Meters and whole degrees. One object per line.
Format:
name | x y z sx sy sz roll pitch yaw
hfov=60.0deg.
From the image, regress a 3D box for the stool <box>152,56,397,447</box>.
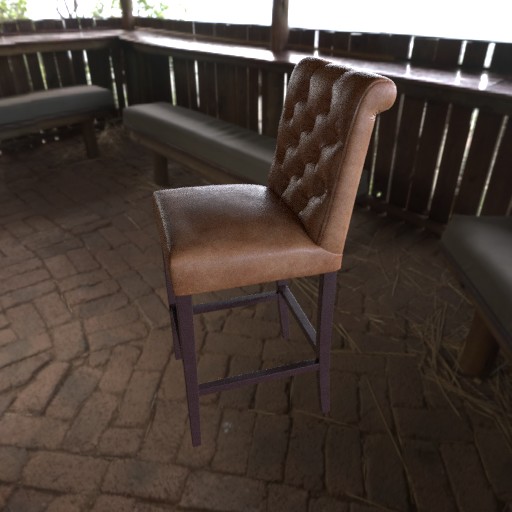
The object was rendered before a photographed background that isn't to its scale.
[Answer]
stool | 0.000 0.000 1.449 0.601 1.140 0.493 -9 32 -14
